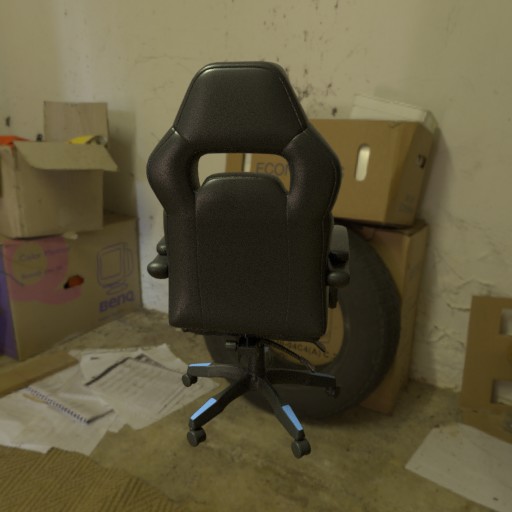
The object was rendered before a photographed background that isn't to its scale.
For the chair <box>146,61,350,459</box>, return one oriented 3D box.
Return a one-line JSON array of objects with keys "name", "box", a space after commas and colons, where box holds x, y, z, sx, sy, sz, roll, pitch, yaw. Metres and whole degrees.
[{"name": "chair", "box": [0.000, 0.000, 1.674, 0.700, 1.280, 0.700, 2, 16, 9]}]
